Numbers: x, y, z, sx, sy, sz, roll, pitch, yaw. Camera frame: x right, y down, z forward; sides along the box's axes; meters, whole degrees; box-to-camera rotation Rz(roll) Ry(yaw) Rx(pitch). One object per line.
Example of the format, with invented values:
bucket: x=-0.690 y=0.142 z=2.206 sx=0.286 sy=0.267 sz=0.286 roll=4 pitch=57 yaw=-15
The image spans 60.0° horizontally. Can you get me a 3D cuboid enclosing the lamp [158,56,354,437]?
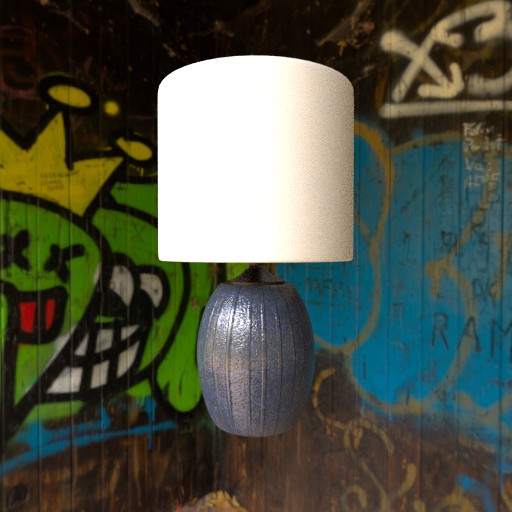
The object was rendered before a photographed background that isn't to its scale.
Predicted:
lamp: x=0.000 y=0.000 z=0.767 sx=0.329 sy=0.570 sz=0.329 roll=0 pitch=1 yaw=18
